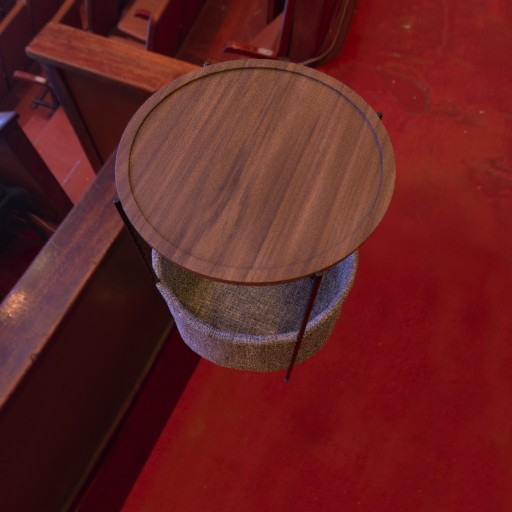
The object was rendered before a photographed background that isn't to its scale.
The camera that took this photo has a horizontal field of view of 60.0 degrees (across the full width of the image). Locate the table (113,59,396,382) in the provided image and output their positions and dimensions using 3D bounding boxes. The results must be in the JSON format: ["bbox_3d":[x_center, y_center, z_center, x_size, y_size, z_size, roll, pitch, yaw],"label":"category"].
[{"bbox_3d":[0.000,0.000,0.892,0.400,0.623,0.400,20,65,10],"label":"table"}]
